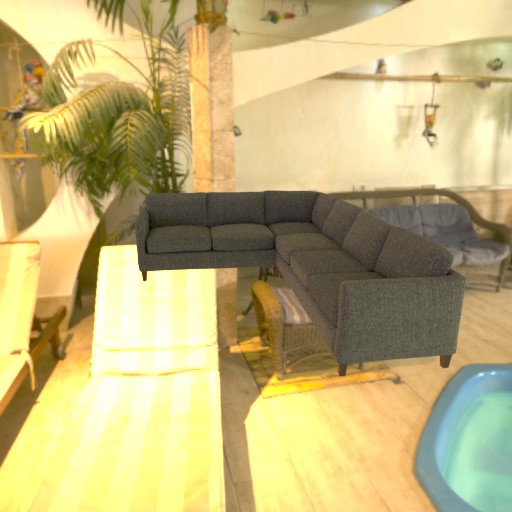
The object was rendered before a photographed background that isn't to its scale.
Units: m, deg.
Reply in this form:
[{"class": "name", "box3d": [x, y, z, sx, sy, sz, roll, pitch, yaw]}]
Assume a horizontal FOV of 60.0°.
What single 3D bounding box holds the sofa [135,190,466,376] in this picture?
[{"class": "sofa", "box3d": [0.000, 0.000, 4.532, 2.593, 0.947, 3.302, -2, 16, -8]}]
